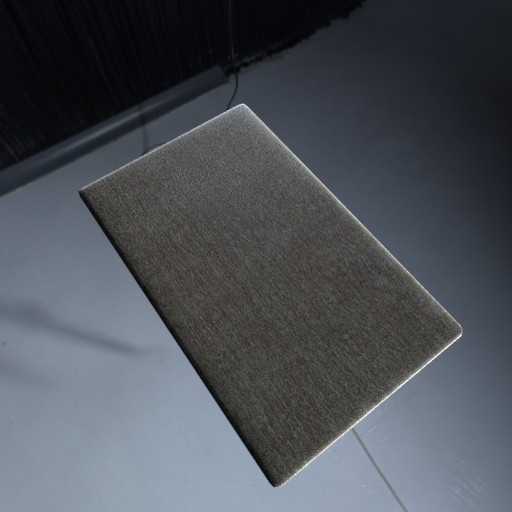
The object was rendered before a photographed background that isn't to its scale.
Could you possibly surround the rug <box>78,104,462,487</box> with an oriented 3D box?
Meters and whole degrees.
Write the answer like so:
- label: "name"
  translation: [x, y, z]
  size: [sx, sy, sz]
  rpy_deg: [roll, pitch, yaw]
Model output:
- label: "rug"
  translation: [0.000, 0.000, 3.088]
  size: [1.539, 0.024, 2.469]
  rpy_deg: [-33, 68, -15]
